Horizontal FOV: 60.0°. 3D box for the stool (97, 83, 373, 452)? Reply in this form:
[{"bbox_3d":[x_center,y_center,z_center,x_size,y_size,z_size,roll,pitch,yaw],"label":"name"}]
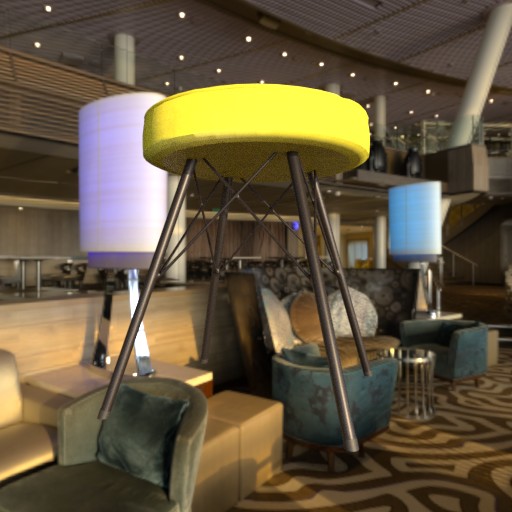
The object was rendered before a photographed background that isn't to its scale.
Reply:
[{"bbox_3d":[0.000,0.000,0.821,0.409,0.508,0.409,0,0,17],"label":"stool"}]
